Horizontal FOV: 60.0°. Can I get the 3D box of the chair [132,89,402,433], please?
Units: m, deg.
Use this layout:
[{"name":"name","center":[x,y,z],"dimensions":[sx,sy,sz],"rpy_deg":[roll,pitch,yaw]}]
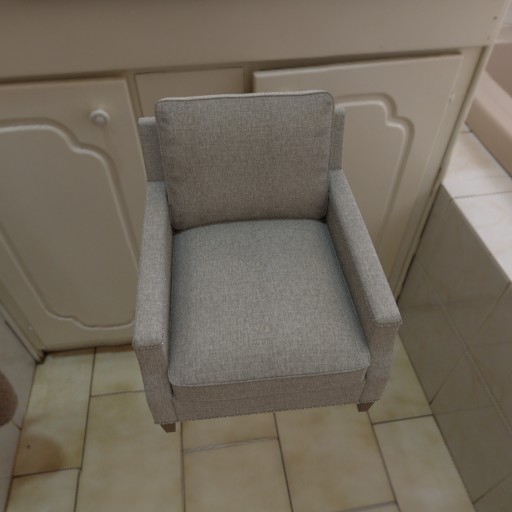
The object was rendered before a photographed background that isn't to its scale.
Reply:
[{"name":"chair","center":[0.000,0.000,1.715],"dimensions":[0.853,0.943,1.014],"rpy_deg":[-5,47,-4]}]
